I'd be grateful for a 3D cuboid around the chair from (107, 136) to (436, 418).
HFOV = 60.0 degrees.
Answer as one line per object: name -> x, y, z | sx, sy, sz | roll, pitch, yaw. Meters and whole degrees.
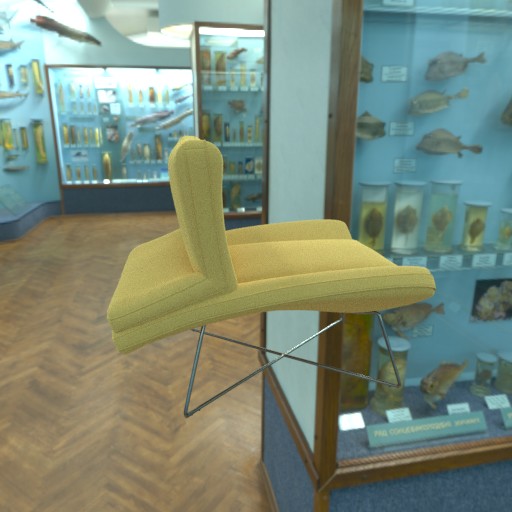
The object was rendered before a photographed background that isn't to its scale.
chair -> 0.000, 0.000, 1.650 | 1.008, 0.855, 0.859 | -3, 16, -9
